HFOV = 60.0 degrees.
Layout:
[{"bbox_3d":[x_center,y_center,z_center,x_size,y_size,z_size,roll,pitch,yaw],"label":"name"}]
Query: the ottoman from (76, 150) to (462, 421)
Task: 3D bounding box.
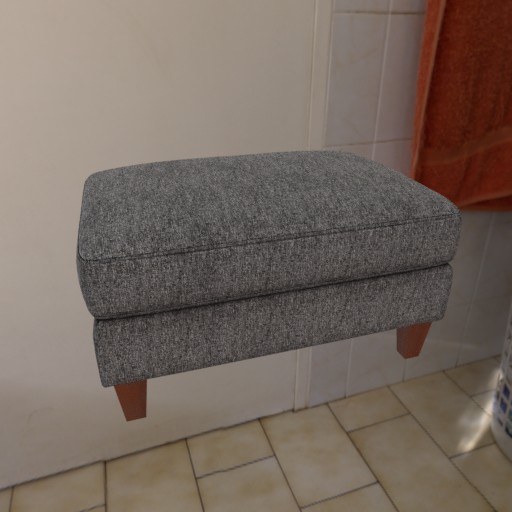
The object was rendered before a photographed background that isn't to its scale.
[{"bbox_3d":[0.000,0.000,1.214,0.864,0.483,0.584,-8,28,-15],"label":"ottoman"}]
